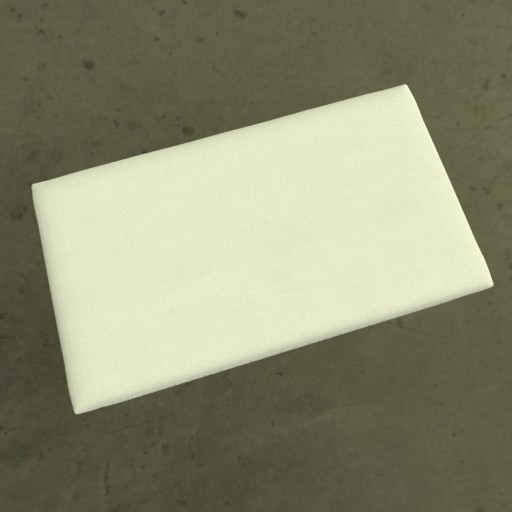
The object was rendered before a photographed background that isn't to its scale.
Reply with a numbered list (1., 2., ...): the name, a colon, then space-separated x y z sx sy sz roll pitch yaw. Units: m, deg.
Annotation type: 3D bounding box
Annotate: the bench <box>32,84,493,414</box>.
1. bench: 0.000 0.000 1.131 0.887 0.449 0.500 -16 77 -4
